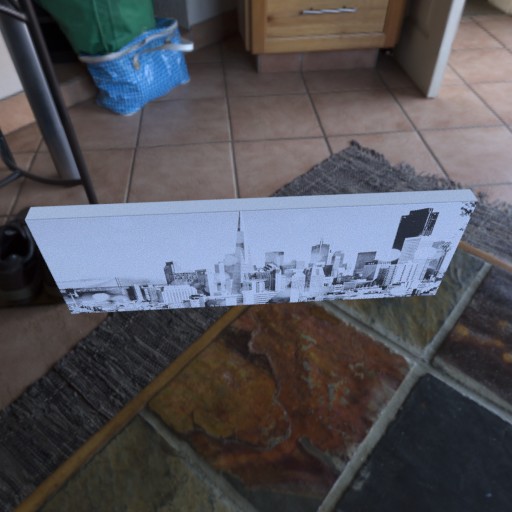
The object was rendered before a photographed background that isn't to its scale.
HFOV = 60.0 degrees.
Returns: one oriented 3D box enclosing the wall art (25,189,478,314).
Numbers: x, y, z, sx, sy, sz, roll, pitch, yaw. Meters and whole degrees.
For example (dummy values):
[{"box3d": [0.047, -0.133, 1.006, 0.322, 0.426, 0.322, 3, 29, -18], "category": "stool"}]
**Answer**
[{"box3d": [0.000, 0.000, 0.852, 0.766, 0.256, 0.036, -3, 46, -3], "category": "wall art"}]
